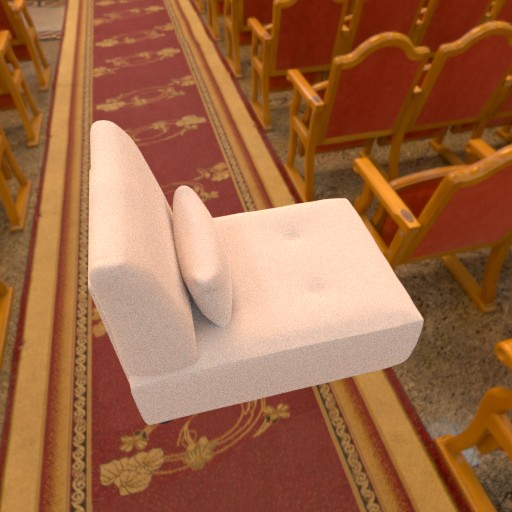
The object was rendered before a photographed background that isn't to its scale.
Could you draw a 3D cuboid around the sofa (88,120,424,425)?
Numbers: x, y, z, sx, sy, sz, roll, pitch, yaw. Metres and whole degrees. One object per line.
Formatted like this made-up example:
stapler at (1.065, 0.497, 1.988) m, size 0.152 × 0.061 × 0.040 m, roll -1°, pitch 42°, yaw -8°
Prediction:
sofa at (0.000, 0.000, 1.564) m, size 1.000 × 0.820 × 0.700 m, roll -10°, pitch 47°, yaw -10°
